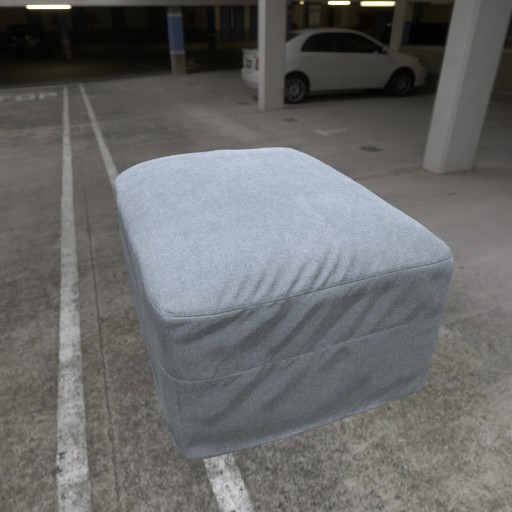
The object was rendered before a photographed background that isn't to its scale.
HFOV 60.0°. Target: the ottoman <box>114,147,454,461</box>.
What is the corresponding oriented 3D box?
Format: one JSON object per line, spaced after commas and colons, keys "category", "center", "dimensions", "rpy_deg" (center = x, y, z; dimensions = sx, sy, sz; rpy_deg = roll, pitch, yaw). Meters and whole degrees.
{"category": "ottoman", "center": [0.000, 0.000, 1.251], "dimensions": [0.683, 0.481, 0.837], "rpy_deg": [-11, 32, -19]}
